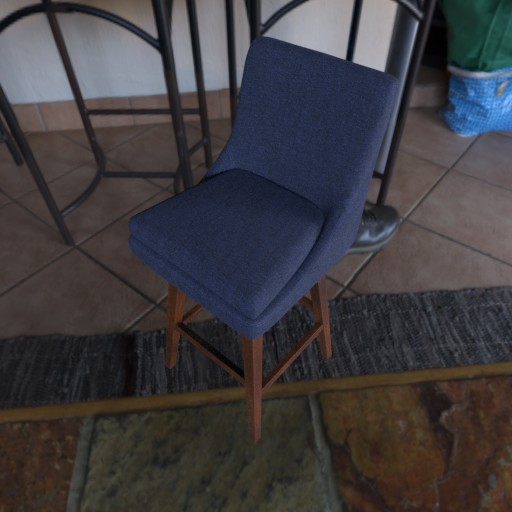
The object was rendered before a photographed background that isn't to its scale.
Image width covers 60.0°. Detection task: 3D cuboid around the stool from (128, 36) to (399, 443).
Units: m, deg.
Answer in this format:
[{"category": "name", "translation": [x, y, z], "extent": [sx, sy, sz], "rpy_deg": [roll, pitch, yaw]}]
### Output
[{"category": "stool", "translation": [0.000, 0.000, 1.364], "extent": [0.489, 1.068, 0.572], "rpy_deg": [32, 53, 27]}]
